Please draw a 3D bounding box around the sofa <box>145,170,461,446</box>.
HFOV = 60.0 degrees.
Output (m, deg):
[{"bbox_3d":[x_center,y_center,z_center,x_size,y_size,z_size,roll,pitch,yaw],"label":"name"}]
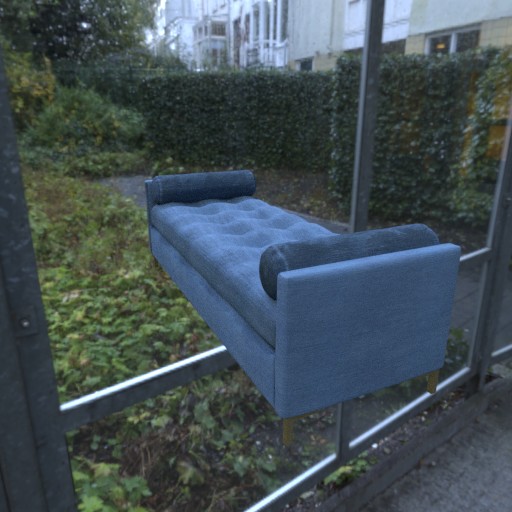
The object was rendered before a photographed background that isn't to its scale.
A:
[{"bbox_3d":[0.000,0.000,2.508,0.796,0.705,2.102,-9,21,-24],"label":"sofa"}]
